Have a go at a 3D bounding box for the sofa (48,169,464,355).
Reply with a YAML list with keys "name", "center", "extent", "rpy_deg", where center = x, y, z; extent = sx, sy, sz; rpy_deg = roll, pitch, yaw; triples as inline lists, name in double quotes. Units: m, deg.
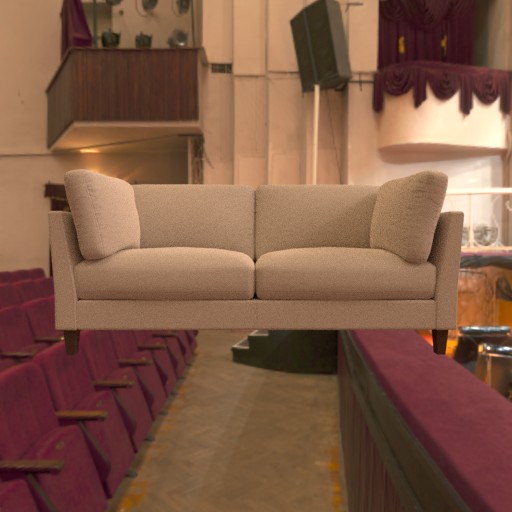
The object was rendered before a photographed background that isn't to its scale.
- name: "sofa"
  center: [0.000, 0.000, 2.325]
  extent: [1.776, 0.836, 0.970]
  rpy_deg: [0, 1, 0]
